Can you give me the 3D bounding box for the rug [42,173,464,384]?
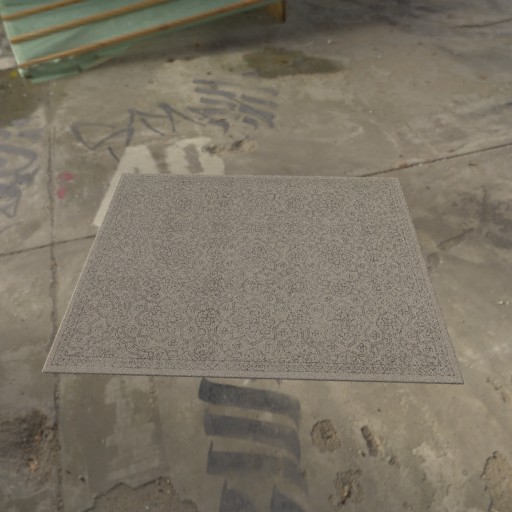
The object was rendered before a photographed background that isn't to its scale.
[{"bbox_3d":[0.000,0.000,4.033,3.050,0.015,2.441,1,46,1],"label":"rug"}]
